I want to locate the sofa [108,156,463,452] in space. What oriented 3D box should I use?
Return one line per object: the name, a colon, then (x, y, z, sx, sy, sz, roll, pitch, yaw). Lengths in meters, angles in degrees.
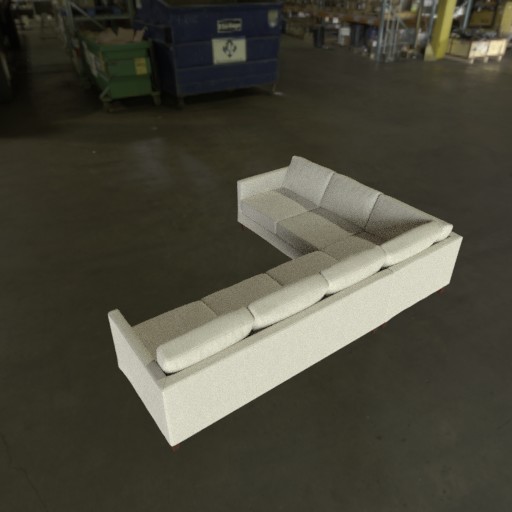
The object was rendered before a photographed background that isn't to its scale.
sofa: (0.000, 0.000, 4.413, 3.182, 0.863, 2.432, -21, 38, -30)
